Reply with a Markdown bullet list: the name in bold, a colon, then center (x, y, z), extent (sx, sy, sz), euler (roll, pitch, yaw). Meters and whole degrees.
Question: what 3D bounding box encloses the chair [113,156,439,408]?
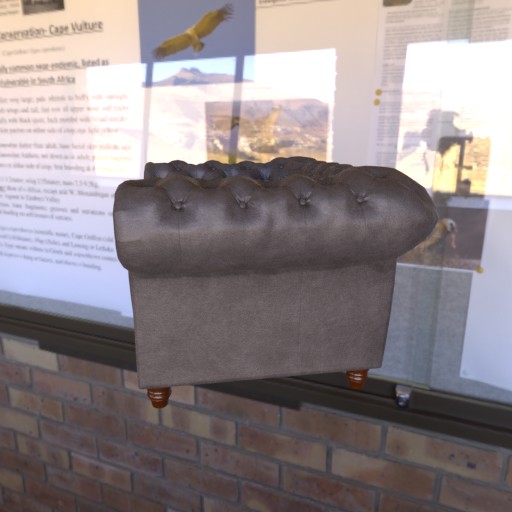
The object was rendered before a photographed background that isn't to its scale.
- **chair**: center (0.000, 0.000, 1.846), extent (0.943, 0.780, 1.298), euler (-2, 15, -9)
